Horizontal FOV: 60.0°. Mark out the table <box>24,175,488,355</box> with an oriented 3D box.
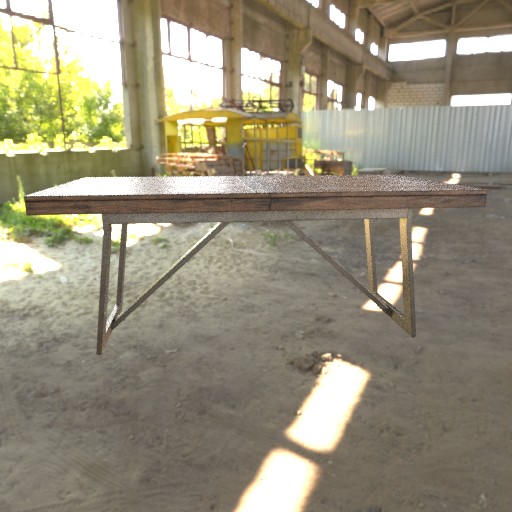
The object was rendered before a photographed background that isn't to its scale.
[{"bbox_3d":[0.000,0.000,2.311,1.867,0.757,0.931,-2,14,-7],"label":"table"}]
